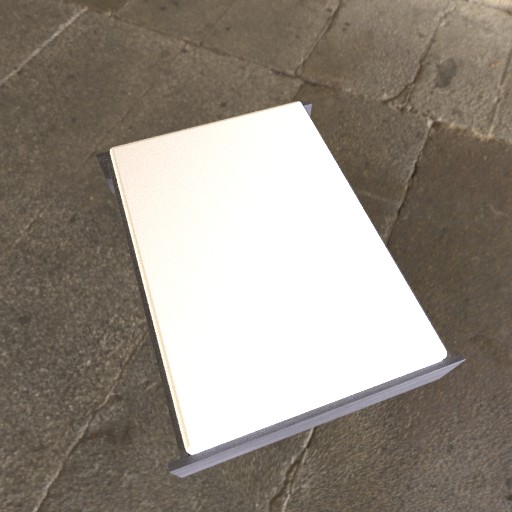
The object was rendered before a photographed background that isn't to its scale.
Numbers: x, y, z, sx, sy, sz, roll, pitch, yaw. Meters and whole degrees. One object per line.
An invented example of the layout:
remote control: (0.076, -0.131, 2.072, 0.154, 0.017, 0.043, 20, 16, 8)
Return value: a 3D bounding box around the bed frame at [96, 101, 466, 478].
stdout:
bed frame: (0.000, 0.000, 2.632, 1.490, 0.432, 1.950, -17, 61, -10)
